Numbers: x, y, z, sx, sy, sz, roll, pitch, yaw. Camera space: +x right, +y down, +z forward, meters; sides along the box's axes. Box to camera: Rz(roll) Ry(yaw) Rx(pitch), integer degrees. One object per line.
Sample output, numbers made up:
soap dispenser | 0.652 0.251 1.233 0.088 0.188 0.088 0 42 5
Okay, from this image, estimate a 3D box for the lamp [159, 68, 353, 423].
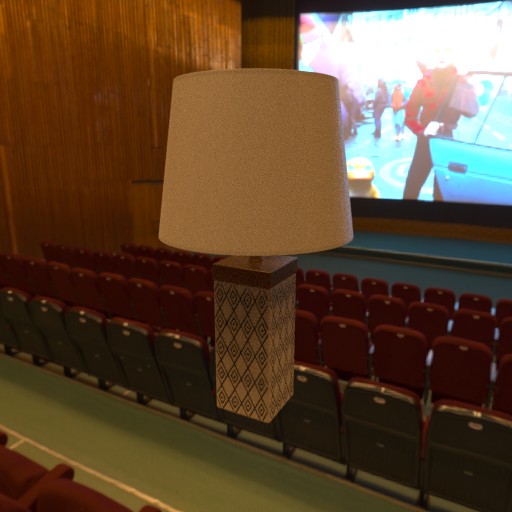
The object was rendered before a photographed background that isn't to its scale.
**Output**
lamp | 0.000 0.000 0.592 0.251 0.435 0.251 0 14 0
